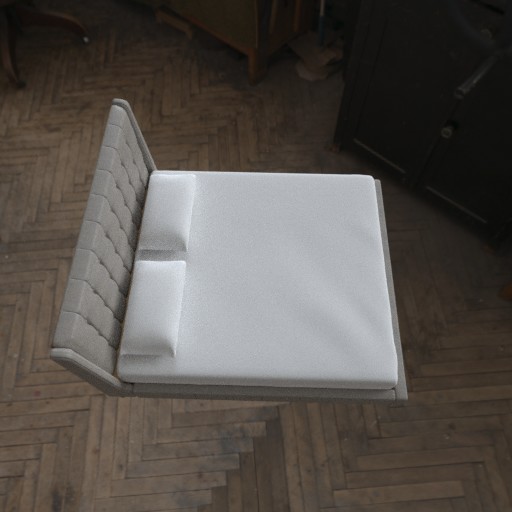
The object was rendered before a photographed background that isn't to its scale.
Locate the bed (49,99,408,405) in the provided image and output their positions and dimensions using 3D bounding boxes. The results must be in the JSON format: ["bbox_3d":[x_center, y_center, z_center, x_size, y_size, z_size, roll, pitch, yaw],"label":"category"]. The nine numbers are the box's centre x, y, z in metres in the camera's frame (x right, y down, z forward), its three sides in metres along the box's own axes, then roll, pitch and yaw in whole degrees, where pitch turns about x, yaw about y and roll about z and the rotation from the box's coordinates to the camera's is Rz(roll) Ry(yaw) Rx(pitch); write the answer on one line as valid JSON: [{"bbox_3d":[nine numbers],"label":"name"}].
[{"bbox_3d":[0.000,0.000,3.534,2.342,1.289,2.062,1,62,1],"label":"bed"}]
